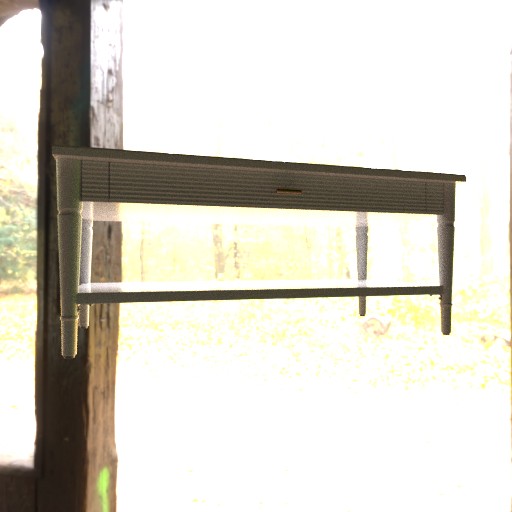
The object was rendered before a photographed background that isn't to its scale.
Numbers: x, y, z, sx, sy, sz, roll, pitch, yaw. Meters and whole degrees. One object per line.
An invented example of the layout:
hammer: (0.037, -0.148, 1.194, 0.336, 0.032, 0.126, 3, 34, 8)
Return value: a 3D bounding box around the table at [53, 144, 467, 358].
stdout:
table: (0.000, 0.000, 1.349, 1.067, 0.457, 0.559, 0, -1, -18)
